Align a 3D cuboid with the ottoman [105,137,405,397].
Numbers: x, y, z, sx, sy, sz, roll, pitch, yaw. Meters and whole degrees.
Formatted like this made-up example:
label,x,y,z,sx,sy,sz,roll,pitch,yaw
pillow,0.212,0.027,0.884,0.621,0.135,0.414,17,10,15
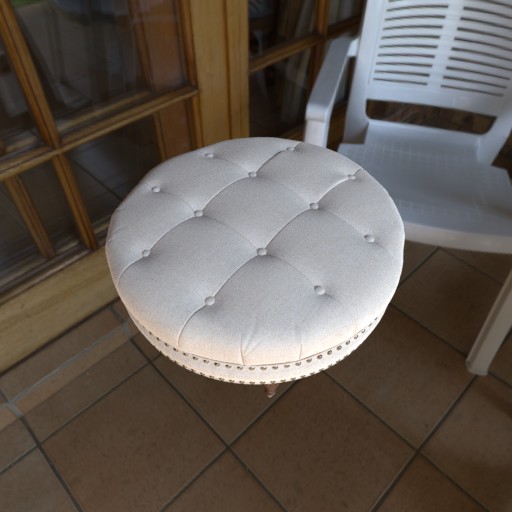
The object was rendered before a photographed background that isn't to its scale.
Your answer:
label,x,y,z,sx,sy,sz,roll,pitch,yaw
ottoman,0.000,0.000,1.523,0.940,0.483,0.940,0,47,0
